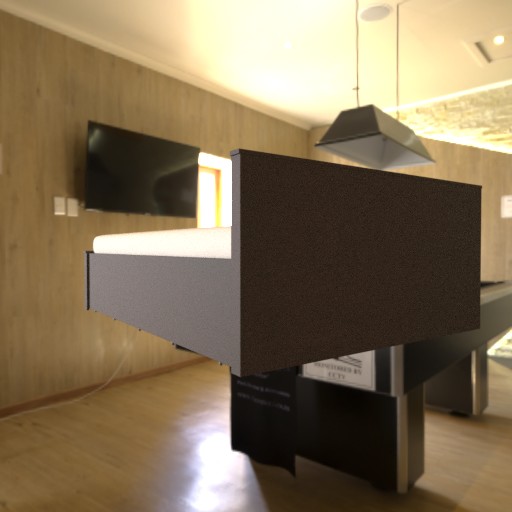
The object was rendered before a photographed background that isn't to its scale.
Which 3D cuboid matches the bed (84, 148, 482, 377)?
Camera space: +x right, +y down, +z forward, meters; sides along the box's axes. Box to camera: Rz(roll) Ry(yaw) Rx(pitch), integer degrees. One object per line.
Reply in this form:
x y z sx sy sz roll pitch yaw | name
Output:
0.000 0.000 2.891 1.634 0.808 2.103 -1 1 -35 | bed
